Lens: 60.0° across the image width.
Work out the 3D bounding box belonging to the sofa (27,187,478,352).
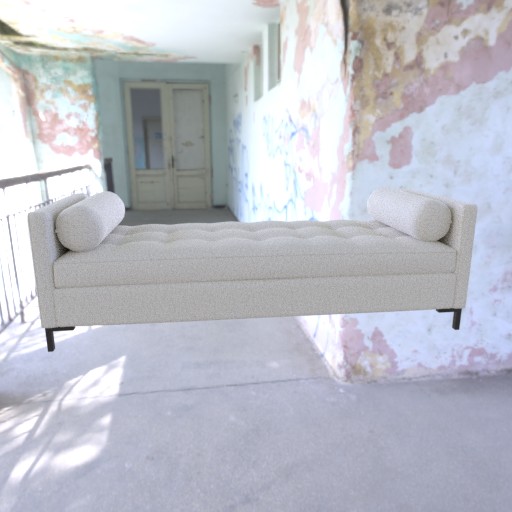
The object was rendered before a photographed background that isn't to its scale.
[{"bbox_3d":[0.000,0.000,2.333,1.985,0.641,0.746,-2,15,-7],"label":"sofa"}]
